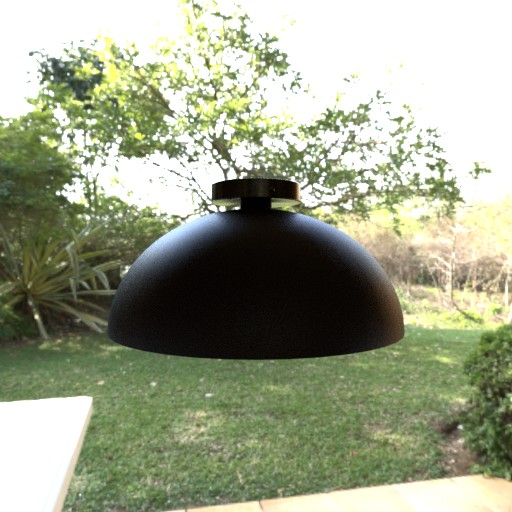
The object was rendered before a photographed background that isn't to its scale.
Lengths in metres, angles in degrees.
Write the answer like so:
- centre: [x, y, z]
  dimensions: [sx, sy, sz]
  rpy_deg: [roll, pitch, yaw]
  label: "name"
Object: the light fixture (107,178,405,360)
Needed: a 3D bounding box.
- centre: [0.000, 0.000, 0.557]
  dimensions: [0.355, 0.177, 0.355]
  rpy_deg: [0, 0, 0]
  label: "light fixture"
